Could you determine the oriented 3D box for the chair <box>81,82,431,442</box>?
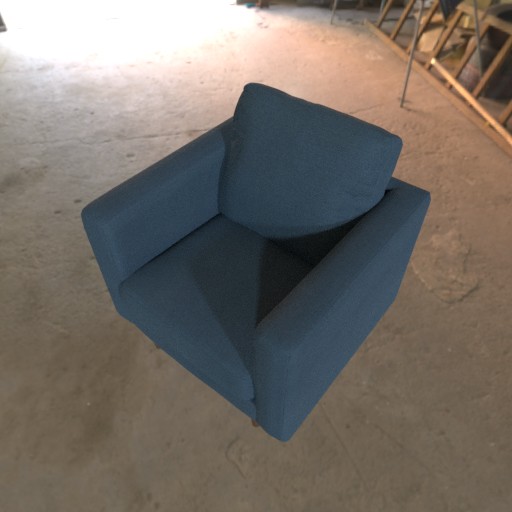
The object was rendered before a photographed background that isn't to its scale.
[{"bbox_3d":[0.000,0.000,1.583,0.855,0.922,0.820,30,53,26],"label":"chair"}]
